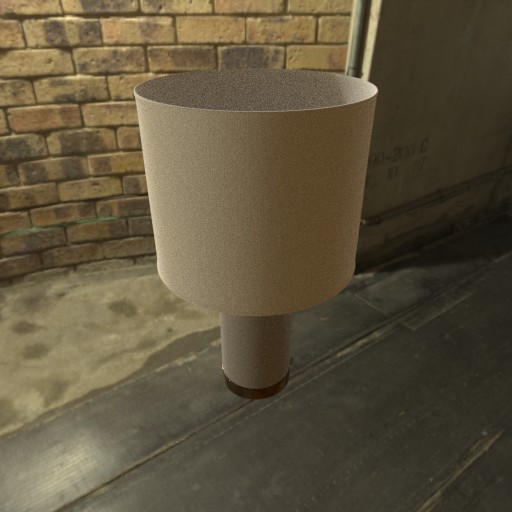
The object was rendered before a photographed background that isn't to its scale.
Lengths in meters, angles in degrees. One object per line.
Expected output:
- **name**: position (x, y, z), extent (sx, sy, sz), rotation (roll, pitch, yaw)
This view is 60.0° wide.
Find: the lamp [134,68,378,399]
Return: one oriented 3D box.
- **lamp**: position (0.000, 0.000, 0.522), extent (0.229, 0.380, 0.229), rotation (0, 30, 0)
